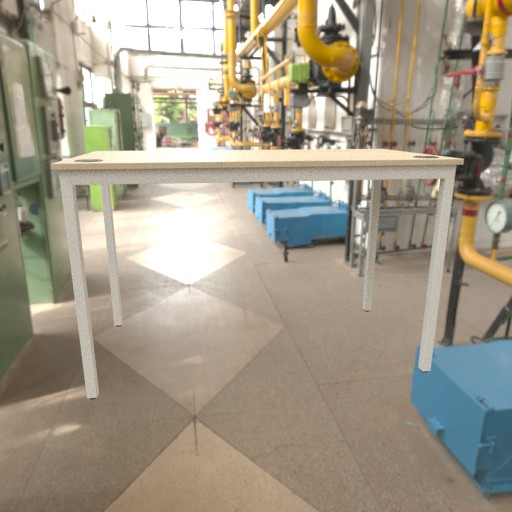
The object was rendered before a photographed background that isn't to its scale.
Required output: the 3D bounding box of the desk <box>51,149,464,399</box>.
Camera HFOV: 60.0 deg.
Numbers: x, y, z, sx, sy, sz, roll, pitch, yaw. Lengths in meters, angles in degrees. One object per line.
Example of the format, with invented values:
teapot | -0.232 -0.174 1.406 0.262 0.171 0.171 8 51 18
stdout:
desk | 0.000 0.000 1.664 1.200 0.750 0.600 -2 17 -8
